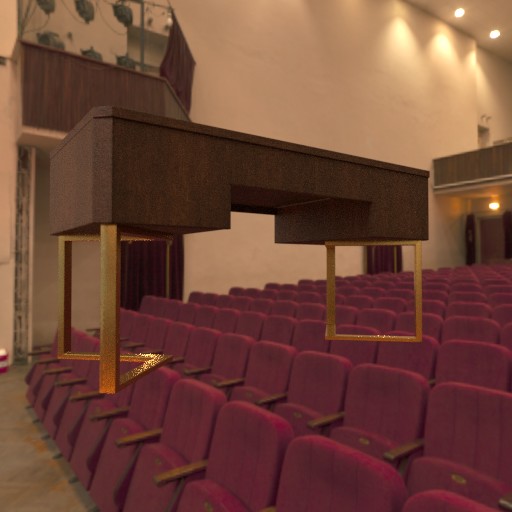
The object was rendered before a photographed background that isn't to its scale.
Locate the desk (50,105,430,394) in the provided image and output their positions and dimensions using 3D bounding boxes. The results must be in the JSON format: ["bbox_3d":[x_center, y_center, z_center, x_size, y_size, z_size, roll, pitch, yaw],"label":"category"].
[{"bbox_3d":[0.000,0.000,1.838,1.479,0.762,0.684,1,-1,-35],"label":"desk"}]
